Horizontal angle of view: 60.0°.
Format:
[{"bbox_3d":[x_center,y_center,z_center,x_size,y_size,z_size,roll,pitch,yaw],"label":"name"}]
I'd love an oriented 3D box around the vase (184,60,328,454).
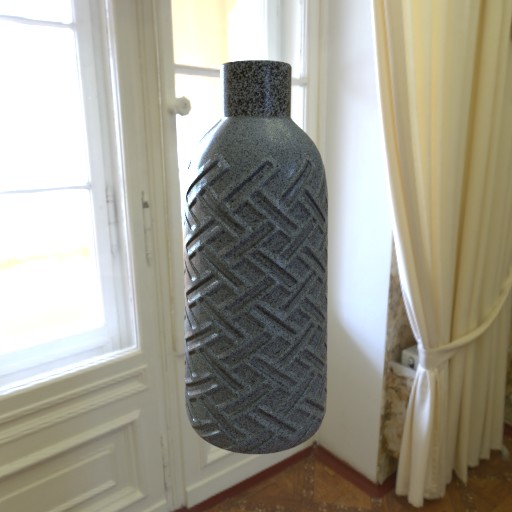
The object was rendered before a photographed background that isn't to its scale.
[{"bbox_3d":[0.000,0.000,0.354,0.122,0.282,0.122,0,15,0],"label":"vase"}]
